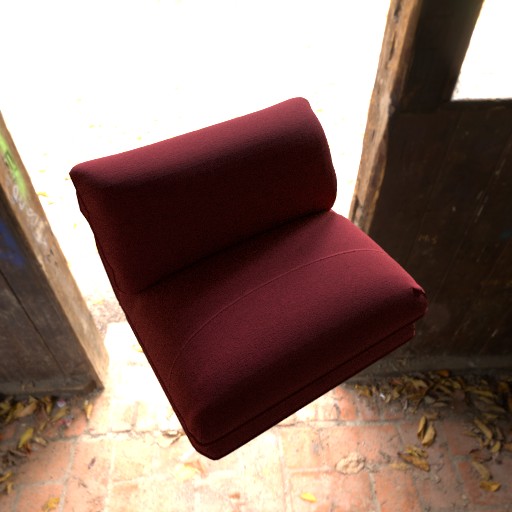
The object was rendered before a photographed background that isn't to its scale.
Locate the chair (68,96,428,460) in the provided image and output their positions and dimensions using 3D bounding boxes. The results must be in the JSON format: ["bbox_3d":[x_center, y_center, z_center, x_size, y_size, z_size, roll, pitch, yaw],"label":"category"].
[{"bbox_3d":[0.000,0.000,1.352,0.820,0.580,0.780,-24,51,-22],"label":"chair"}]
